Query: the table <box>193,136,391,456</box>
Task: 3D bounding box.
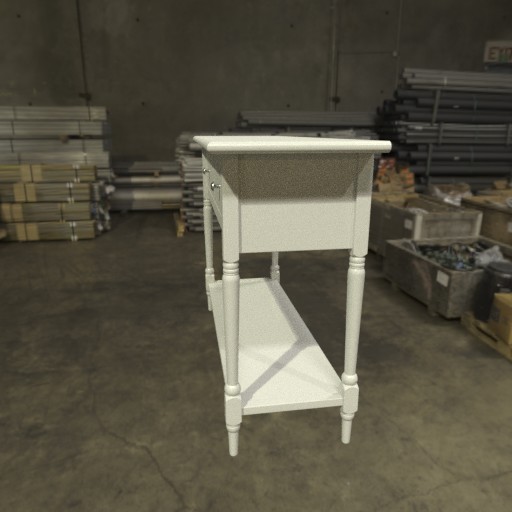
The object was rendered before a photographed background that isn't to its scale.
[{"bbox_3d":[0.000,0.000,1.567,0.384,0.808,1.197,-2,16,-9],"label":"table"}]
